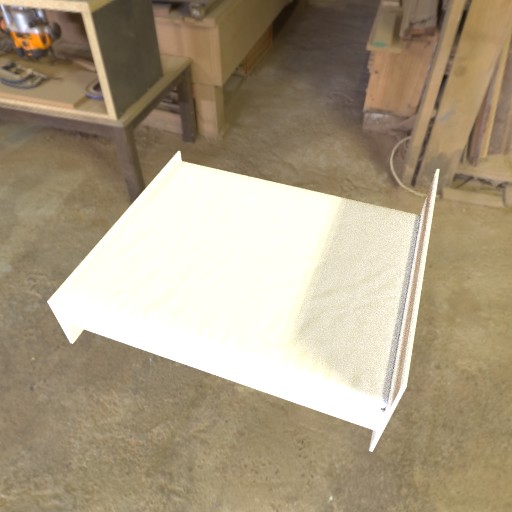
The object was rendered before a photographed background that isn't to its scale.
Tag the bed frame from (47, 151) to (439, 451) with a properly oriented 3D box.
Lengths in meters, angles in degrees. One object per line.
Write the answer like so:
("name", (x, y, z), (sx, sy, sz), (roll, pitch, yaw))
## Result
("bed frame", (0.000, 0.000, 3.045), (2.060, 0.800, 1.720), (15, 49, 14))
